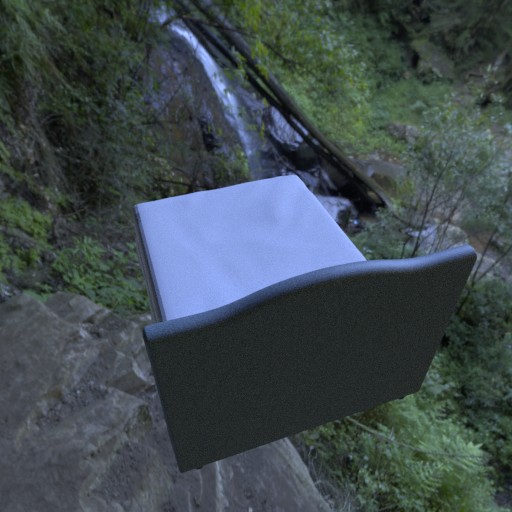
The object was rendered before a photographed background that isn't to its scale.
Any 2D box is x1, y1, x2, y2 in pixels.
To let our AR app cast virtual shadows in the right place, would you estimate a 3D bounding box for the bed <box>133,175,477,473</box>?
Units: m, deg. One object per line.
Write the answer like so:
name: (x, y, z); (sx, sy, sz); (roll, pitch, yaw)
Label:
bed: (0.000, 0.000, 3.271); (1.753, 1.460, 2.143); (-13, 43, -14)
